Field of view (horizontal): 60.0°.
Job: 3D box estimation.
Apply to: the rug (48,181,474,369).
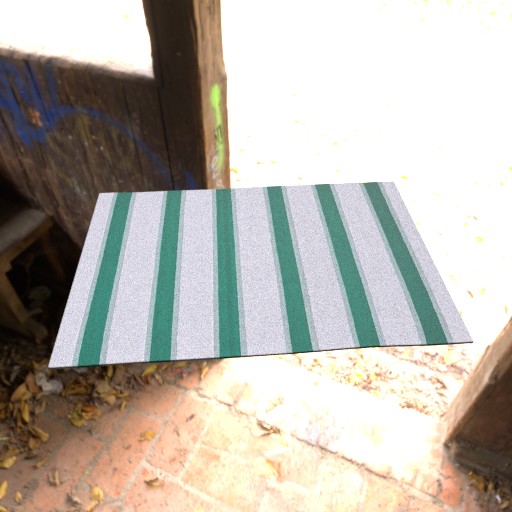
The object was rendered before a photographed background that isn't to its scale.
[{"bbox_3d":[0.000,0.000,2.323,1.829,0.012,1.210,-3,45,-3],"label":"rug"}]
